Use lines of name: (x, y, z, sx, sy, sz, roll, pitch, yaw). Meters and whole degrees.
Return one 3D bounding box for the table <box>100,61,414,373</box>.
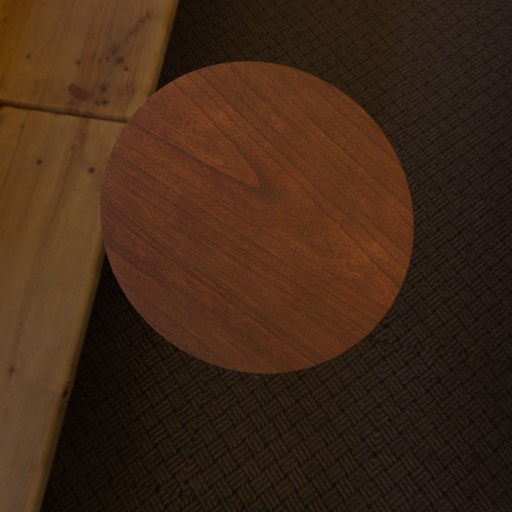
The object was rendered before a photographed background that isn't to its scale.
table: (0.000, 0.000, 1.104, 0.530, 0.706, 0.577, -22, 76, -6)
